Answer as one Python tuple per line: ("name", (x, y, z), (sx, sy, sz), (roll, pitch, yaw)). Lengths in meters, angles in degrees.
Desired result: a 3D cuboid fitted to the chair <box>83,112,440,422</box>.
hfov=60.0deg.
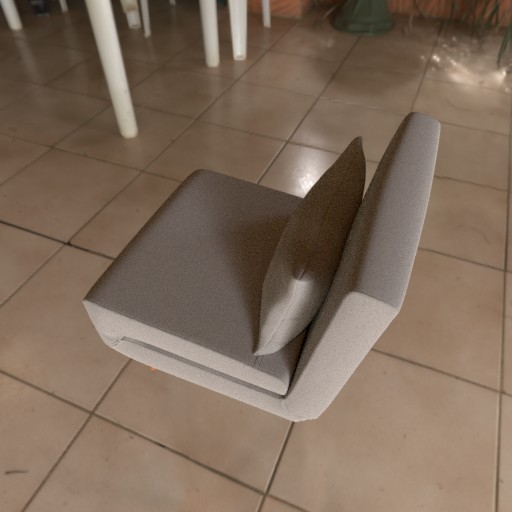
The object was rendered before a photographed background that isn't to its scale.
("chair", (0.000, 0.000, 1.454), (0.902, 0.808, 0.770), (16, 48, 15))
